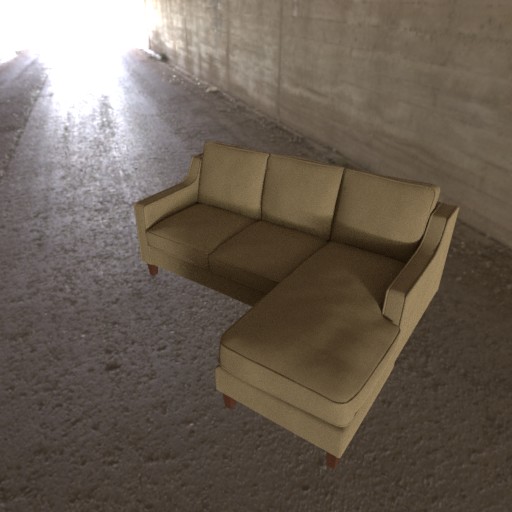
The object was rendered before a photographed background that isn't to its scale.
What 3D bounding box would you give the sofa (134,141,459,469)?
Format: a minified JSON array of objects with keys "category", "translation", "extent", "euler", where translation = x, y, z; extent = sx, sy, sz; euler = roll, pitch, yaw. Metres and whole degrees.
[{"category":"sofa","translation":[0.000,0.000,3.231],"extent":[2.317,1.066,1.858],"euler":[20,36,29]}]
